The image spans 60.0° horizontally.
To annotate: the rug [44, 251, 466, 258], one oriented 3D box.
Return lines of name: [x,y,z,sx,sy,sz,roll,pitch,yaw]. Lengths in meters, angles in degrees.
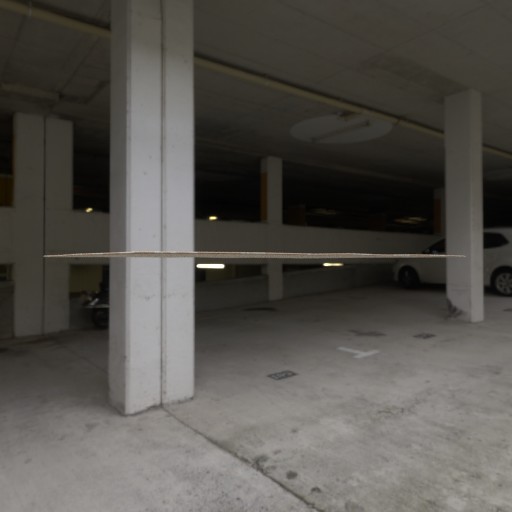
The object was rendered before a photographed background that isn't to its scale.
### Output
rug: [0.000,0.000,4.324,3.365,0.020,2.452,0,-1,-37]
